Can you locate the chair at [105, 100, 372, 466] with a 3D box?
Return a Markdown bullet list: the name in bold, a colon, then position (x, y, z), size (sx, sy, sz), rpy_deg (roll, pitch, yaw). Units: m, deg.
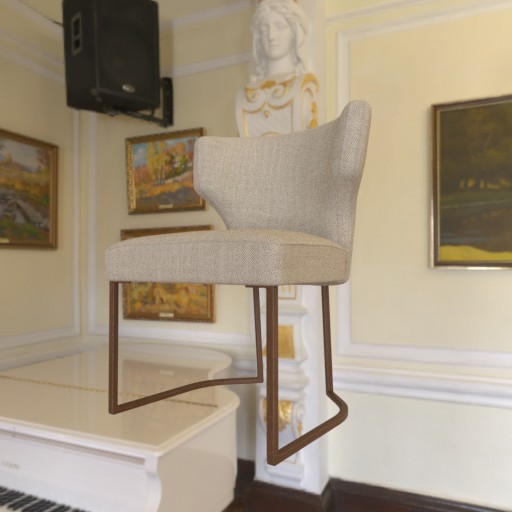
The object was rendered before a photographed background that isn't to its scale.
- **chair**: position (0.000, 0.000, 1.240), size (0.611, 0.824, 0.617), rpy_deg (-1, -2, 36)
